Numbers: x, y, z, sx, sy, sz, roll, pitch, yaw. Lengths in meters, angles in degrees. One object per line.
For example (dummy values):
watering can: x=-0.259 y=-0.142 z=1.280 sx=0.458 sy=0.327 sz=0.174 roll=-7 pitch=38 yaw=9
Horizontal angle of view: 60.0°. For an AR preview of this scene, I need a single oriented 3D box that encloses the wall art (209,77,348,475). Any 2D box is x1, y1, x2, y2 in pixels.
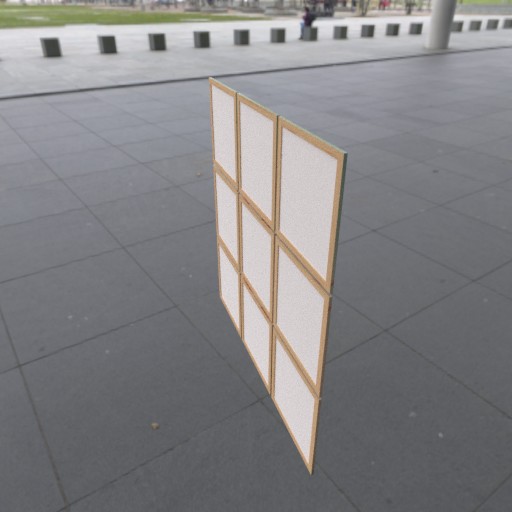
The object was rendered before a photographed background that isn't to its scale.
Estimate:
wall art: x=0.000 y=0.000 z=2.289 sx=0.013 sy=1.523 sz=1.517 roll=-10 pitch=32 yaw=-17
